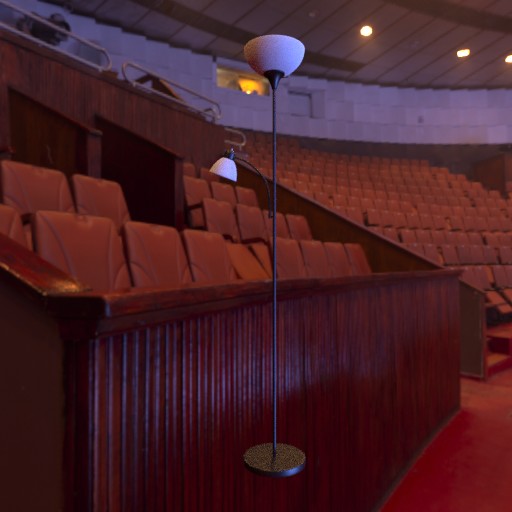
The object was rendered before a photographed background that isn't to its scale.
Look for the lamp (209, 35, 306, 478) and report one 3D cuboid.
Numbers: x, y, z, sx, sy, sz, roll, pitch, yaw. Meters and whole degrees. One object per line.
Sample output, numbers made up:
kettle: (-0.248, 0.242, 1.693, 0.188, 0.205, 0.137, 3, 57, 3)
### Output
lamp: (0.000, 0.000, 1.969, 0.442, 1.804, 0.279, 0, 0, 20)
